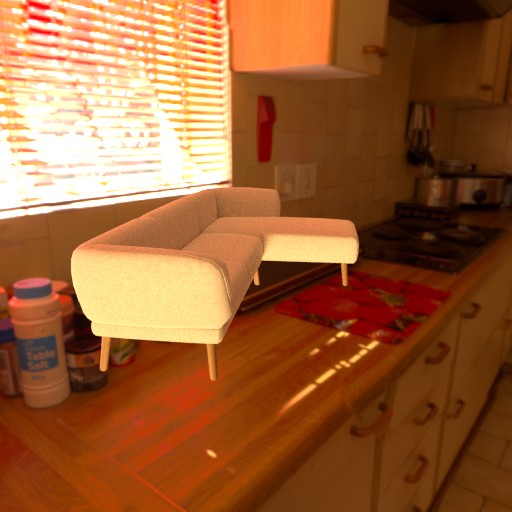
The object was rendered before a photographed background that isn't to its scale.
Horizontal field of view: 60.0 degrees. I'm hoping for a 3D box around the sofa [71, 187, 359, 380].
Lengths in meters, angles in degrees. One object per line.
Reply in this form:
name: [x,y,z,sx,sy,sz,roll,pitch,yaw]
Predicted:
sofa: [0.000,0.000,3.356,1.610,0.730,2.660,2,16,8]
